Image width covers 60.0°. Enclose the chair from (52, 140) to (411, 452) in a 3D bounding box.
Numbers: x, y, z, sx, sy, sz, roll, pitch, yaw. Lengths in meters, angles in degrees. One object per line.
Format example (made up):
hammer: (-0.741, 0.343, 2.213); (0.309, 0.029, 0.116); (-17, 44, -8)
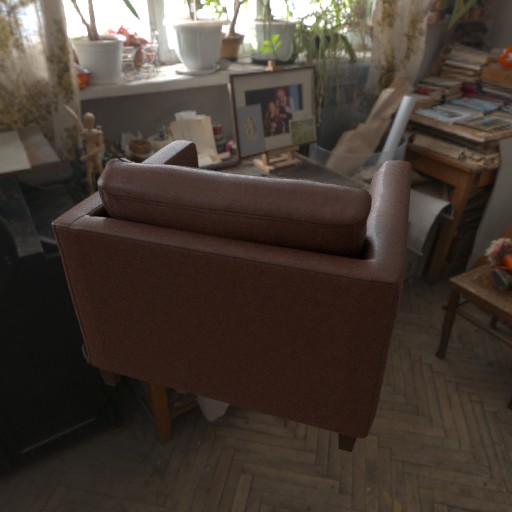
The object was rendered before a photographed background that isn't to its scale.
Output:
chair: (0.000, 0.000, 1.792); (1.107, 0.917, 0.959); (10, 34, 15)
